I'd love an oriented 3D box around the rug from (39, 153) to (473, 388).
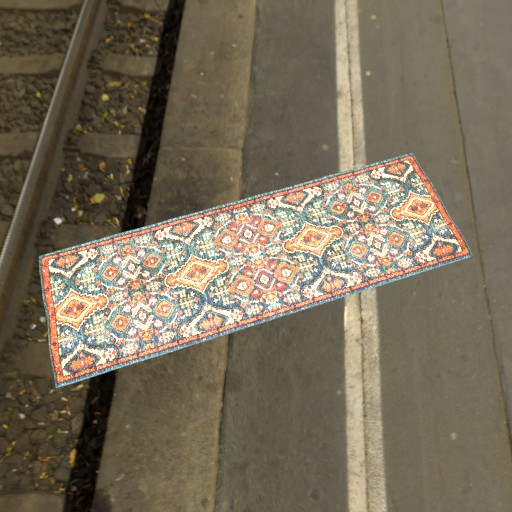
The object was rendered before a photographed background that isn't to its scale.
[{"bbox_3d":[0.000,0.000,2.623,2.459,0.010,0.801,-16,66,-8],"label":"rug"}]
